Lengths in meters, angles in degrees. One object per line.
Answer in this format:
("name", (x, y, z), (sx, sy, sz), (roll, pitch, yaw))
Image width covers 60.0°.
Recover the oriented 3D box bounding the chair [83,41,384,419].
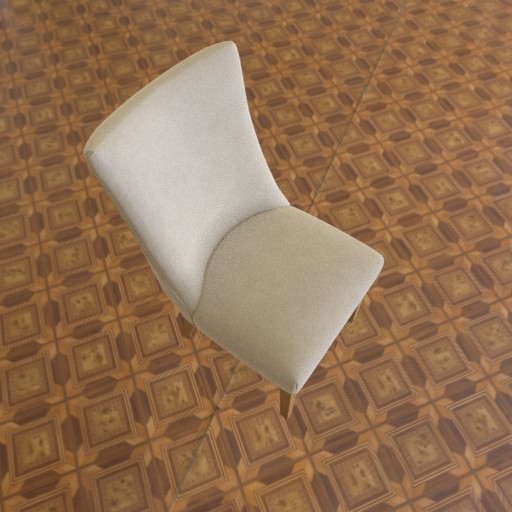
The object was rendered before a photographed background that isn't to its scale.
("chair", (0.000, 0.000, 1.263), (0.610, 0.902, 0.495), (32, 63, 18))
